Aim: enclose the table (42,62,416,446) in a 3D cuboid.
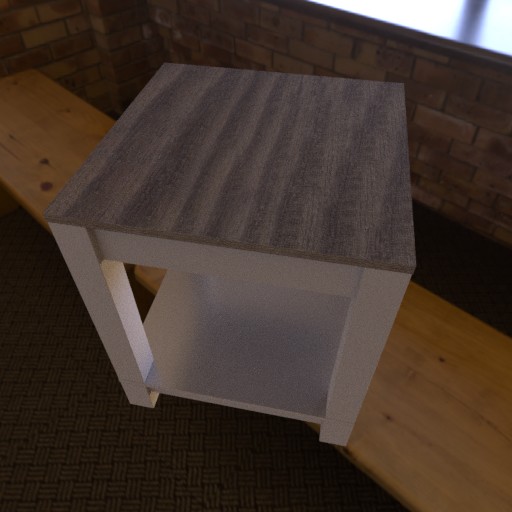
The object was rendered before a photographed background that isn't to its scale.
[{"bbox_3d":[0.000,0.000,0.964,0.504,0.587,0.506,8,47,8],"label":"table"}]
